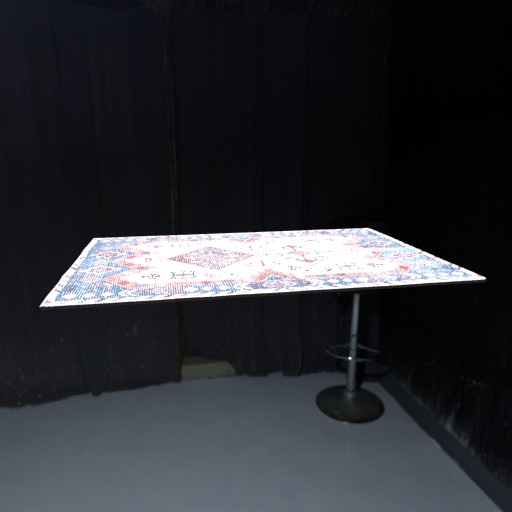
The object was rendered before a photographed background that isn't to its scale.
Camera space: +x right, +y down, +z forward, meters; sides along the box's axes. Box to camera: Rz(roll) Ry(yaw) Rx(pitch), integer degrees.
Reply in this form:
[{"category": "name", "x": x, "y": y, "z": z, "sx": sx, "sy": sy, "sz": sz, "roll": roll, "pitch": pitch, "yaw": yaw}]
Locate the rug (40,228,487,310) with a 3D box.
[{"category": "rug", "x": 0.000, "y": 0.000, "z": 2.349, "sx": 1.840, "sy": 0.015, "sz": 1.225, "roll": -3, "pitch": 14, "yaw": -10}]
